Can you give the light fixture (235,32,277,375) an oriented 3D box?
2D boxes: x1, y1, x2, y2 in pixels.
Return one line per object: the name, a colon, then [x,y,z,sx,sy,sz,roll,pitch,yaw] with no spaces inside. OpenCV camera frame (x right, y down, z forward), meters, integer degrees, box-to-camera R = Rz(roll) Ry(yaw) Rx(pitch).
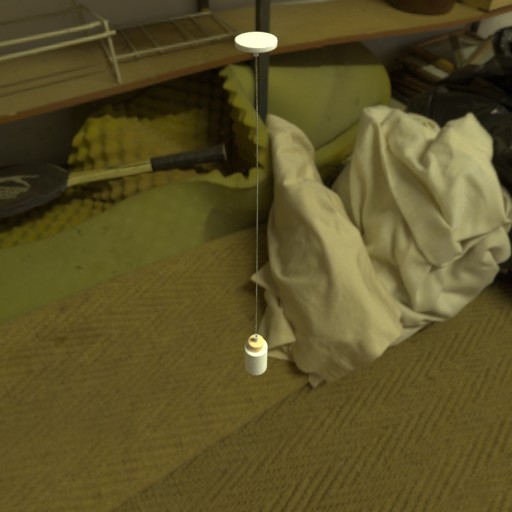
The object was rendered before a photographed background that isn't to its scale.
light fixture: [0.000,0.000,1.935,0.125,1.798,0.125,30,52,26]
